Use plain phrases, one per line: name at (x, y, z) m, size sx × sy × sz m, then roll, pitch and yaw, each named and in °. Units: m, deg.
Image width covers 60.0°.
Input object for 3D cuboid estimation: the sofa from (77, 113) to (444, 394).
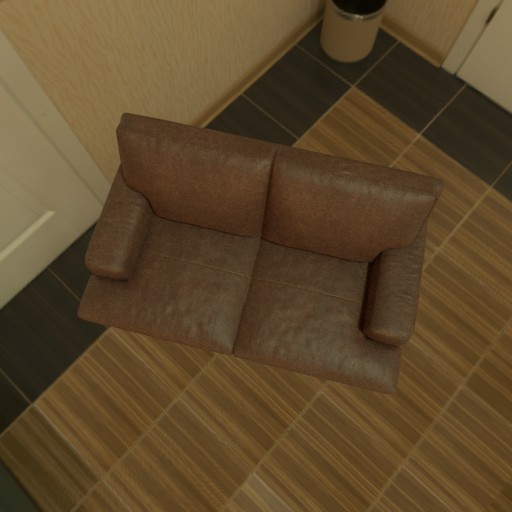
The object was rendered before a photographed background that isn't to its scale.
sofa at (0.000, 0.000, 2.531) m, size 1.880 × 0.939 × 1.143 m, roll 13°, pitch 74°, yaw 4°
